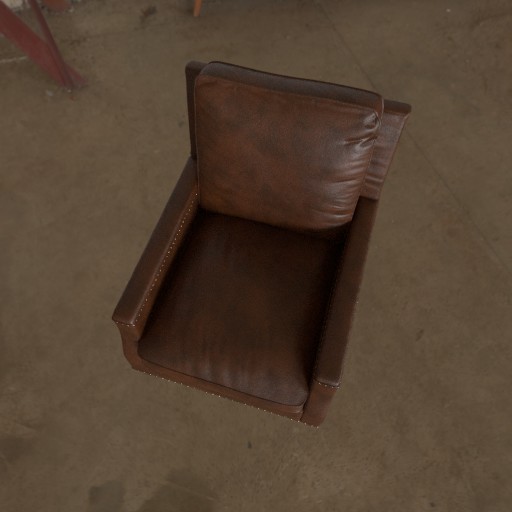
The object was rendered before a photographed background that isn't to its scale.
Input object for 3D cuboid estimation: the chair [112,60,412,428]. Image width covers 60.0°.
[{"bbox_3d":[0.000,0.000,1.777,0.854,1.054,1.035,15,61,8],"label":"chair"}]
